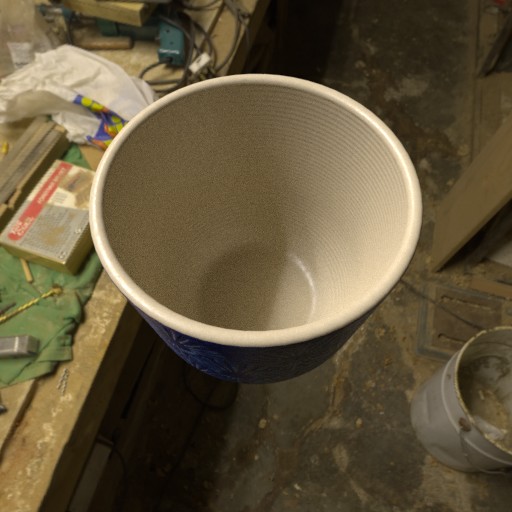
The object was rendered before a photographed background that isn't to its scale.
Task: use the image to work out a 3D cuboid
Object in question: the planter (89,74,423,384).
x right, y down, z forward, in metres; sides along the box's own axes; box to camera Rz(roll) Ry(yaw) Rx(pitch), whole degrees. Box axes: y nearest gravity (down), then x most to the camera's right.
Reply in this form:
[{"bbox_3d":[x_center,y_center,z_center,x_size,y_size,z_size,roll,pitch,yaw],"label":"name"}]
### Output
[{"bbox_3d":[0.000,0.000,0.293,0.170,0.153,0.170,0,61,0],"label":"planter"}]
